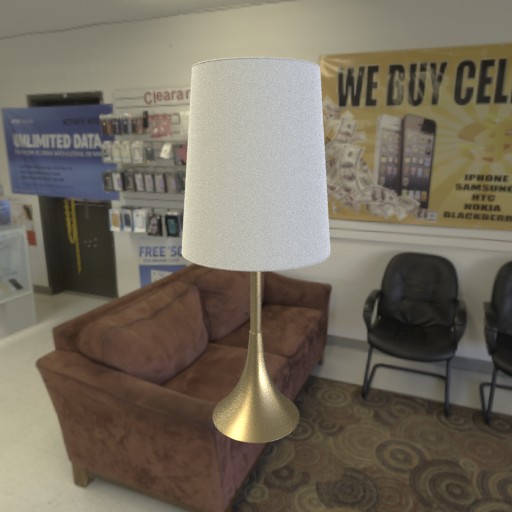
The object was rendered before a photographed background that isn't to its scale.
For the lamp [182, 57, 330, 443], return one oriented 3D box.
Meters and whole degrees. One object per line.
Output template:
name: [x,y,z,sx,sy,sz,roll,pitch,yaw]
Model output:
lamp: [0.000,0.000,0.698,0.231,0.569,0.231,0,15,0]
